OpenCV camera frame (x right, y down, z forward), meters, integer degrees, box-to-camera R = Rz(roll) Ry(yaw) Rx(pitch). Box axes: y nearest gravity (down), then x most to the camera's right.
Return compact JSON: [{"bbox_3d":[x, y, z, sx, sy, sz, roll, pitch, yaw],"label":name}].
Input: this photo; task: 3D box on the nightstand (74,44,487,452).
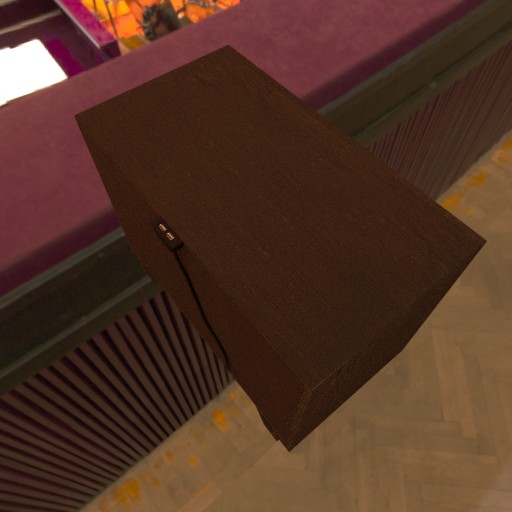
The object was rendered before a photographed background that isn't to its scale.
[{"bbox_3d":[0.000,0.000,1.142,0.457,0.612,0.775,-34,64,-20],"label":"nightstand"}]
